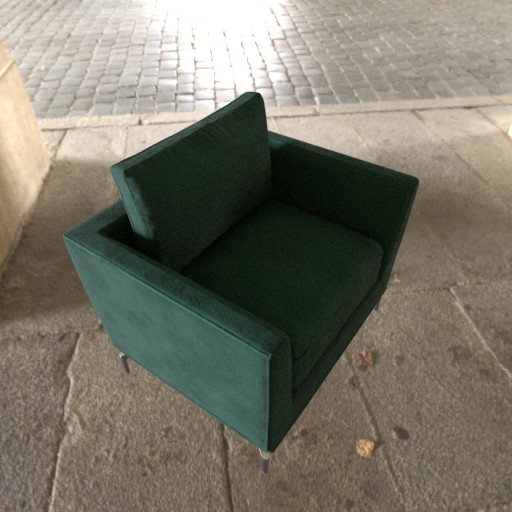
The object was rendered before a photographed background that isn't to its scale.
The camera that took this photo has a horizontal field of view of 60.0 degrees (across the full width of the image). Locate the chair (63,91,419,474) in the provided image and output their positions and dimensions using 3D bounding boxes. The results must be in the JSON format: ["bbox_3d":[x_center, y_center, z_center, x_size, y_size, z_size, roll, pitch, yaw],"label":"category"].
[{"bbox_3d":[0.000,0.000,1.756,0.852,0.997,1.047,25,47,26],"label":"chair"}]
